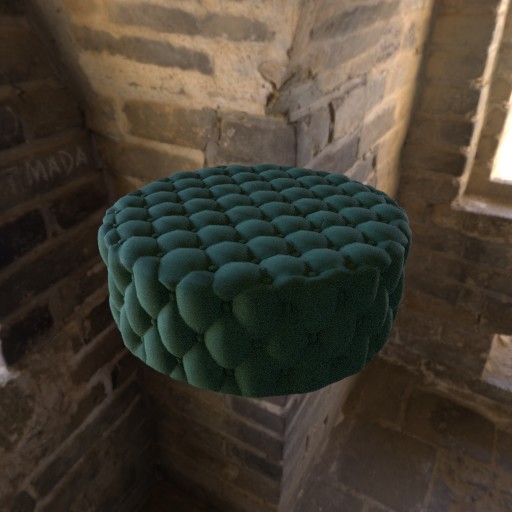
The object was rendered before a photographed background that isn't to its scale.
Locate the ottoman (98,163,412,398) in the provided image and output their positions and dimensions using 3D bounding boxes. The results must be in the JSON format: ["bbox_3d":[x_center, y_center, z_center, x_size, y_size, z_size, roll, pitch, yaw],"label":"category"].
[{"bbox_3d":[0.000,0.000,1.529,0.998,0.399,0.998,0,28,0],"label":"ottoman"}]
